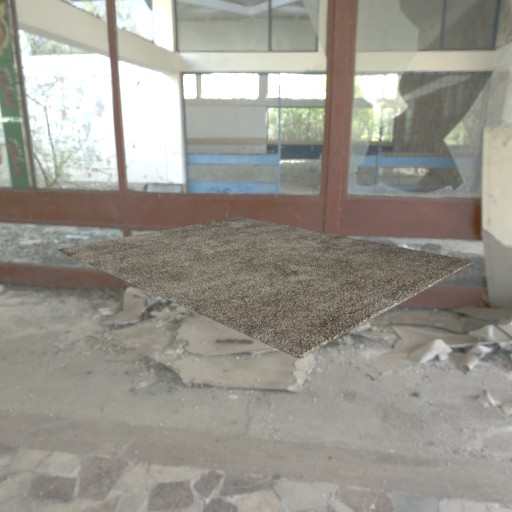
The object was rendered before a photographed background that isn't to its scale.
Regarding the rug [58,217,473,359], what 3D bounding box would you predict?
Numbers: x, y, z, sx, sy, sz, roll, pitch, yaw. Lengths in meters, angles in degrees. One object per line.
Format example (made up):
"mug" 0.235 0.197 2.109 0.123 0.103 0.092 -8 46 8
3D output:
"rug" 0.000 0.000 4.077 3.000 0.025 2.401 15 21 43
